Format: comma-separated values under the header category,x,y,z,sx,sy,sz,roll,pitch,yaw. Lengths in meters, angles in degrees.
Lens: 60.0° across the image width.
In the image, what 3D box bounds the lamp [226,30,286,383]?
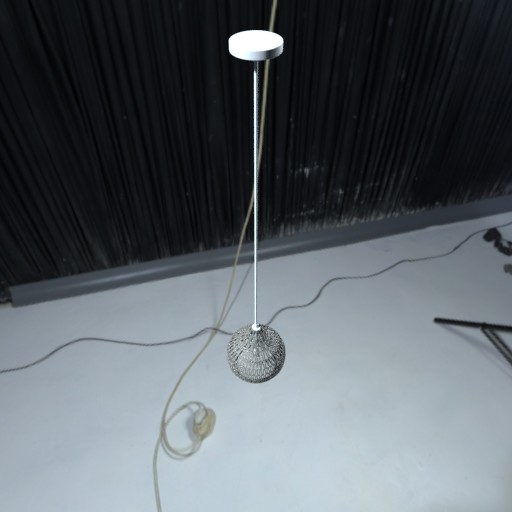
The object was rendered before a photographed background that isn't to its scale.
category,x,y,z,sx,sy,sz,roll,pitch,yaw
lamp,0.000,0.000,2.059,0.355,1.919,0.355,-11,47,-10
